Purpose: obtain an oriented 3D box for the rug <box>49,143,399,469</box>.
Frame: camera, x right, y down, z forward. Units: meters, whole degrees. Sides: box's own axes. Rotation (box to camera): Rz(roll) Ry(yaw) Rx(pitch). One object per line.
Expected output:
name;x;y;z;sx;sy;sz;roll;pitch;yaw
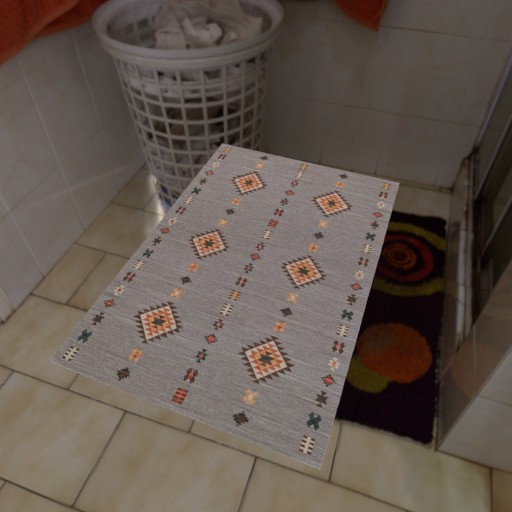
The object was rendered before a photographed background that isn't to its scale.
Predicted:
rug;0.000;0.000;2.346;1.217;0.005;1.818;16;49;14
